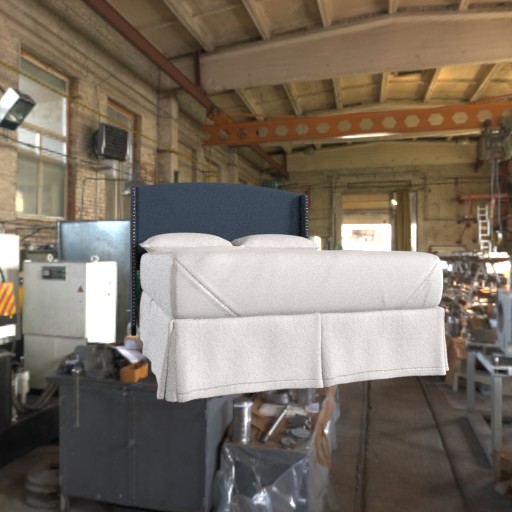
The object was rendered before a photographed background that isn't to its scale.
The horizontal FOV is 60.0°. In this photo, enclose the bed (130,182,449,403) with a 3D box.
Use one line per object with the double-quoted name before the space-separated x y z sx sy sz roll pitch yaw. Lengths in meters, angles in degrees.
"bed" 0.000 0.000 3.308 1.710 1.407 2.237 0 0 -18
